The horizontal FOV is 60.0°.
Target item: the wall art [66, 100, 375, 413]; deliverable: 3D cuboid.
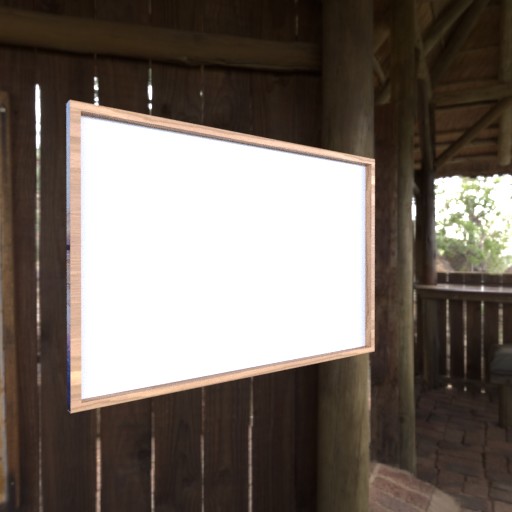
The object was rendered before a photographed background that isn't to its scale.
[{"bbox_3d":[0.000,0.000,1.418,1.137,0.756,0.034,0,0,-36],"label":"wall art"}]
